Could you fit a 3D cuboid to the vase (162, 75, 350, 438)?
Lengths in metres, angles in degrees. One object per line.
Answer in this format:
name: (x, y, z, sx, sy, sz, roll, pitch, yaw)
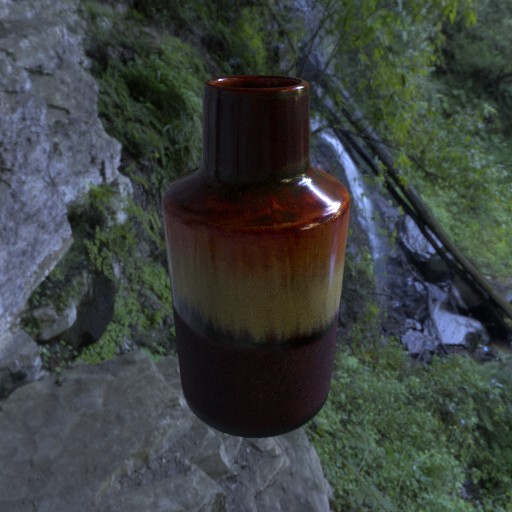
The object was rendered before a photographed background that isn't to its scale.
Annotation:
vase: (0.000, 0.000, 0.275, 0.108, 0.204, 0.108, 0, 29, 0)
